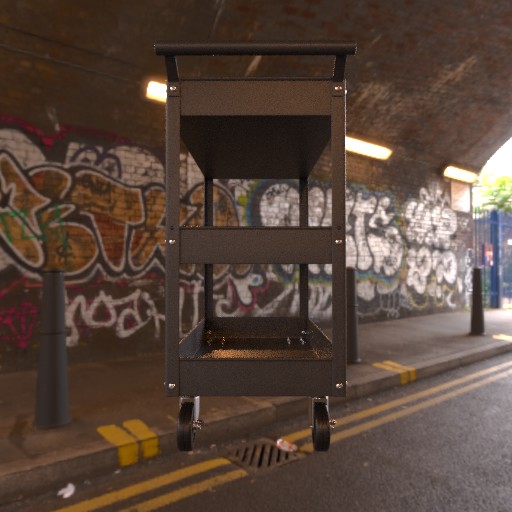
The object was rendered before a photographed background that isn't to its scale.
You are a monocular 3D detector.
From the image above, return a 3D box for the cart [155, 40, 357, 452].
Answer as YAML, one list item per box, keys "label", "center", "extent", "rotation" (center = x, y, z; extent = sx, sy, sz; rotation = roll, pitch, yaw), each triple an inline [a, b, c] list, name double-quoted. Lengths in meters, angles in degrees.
- label: "cart"
  center: [0.000, 0.000, 1.154]
  extent: [0.366, 0.780, 0.719]
  rotation: [0, -1, 0]
